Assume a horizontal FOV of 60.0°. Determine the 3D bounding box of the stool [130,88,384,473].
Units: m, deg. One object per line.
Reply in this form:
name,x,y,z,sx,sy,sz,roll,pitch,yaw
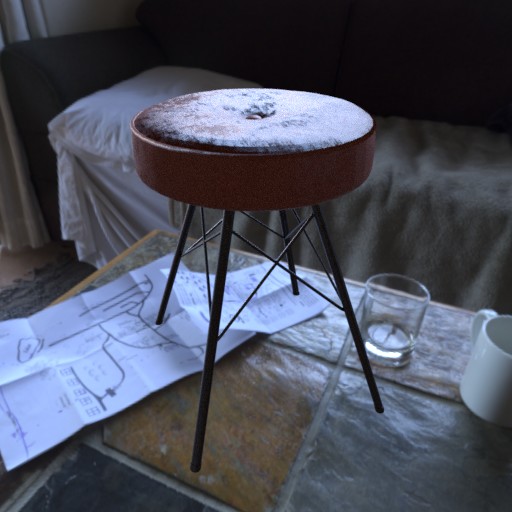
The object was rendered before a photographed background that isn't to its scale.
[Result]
stool,0.000,0.000,0.901,0.421,0.593,0.457,-10,33,-16
